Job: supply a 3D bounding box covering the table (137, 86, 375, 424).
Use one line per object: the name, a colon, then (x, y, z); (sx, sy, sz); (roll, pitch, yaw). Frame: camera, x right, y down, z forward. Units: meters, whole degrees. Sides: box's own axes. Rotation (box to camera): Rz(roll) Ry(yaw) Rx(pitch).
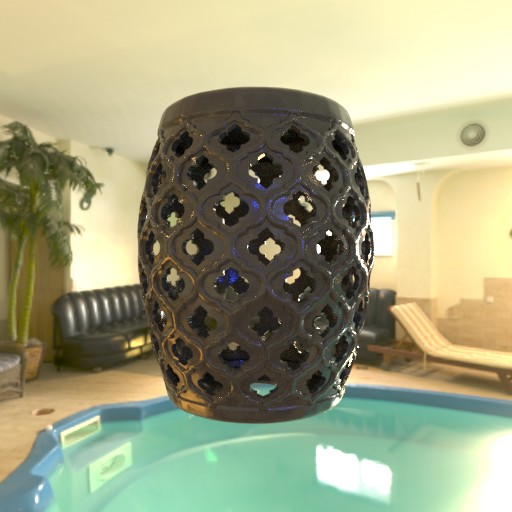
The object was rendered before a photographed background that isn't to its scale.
table: (0.000, 0.000, 0.629); (0.325, 0.388, 0.325); (0, 0, 0)
